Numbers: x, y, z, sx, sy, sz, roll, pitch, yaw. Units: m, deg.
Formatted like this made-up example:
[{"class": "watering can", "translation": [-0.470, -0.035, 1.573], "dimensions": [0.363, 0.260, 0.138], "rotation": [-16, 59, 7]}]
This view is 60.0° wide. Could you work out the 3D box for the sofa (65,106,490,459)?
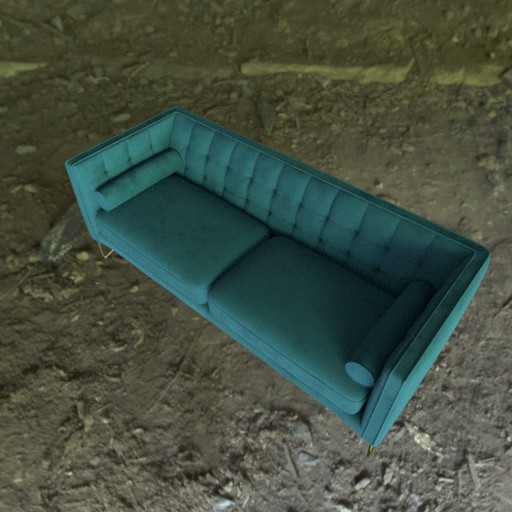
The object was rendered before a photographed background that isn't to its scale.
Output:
[{"class": "sofa", "translation": [0.000, 0.000, 2.461], "dimensions": [2.087, 0.789, 0.867], "rotation": [31, 53, 27]}]
